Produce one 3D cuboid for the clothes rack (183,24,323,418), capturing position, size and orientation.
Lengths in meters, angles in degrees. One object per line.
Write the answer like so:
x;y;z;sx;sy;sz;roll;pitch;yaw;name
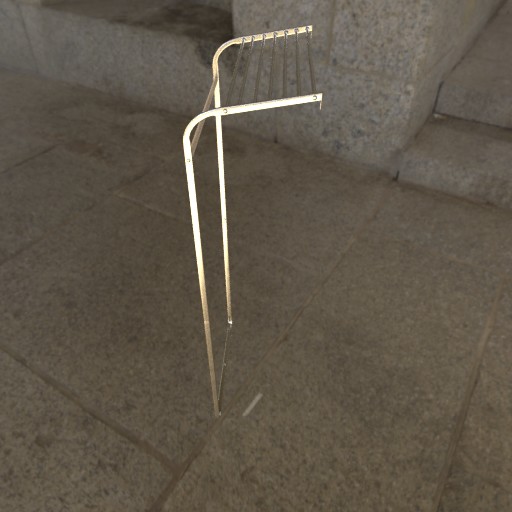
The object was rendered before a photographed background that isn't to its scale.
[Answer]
0.000;0.000;1.798;0.349;1.574;0.609;2;41;2;clothes rack
